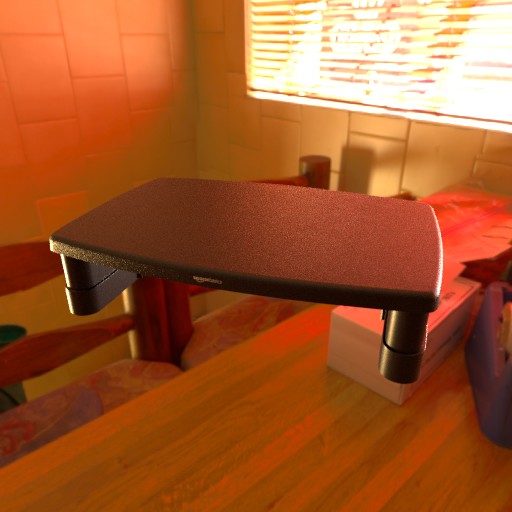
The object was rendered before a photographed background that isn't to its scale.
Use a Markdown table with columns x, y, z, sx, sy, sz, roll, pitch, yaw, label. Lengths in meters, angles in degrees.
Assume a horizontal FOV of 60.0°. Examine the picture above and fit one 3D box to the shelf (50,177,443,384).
| x | y | z | sx | sy | sz | roll | pitch | yaw | label |
| --- | --- | --- | --- | --- | --- | --- | --- | --- | --- |
| 0.000 | 0.000 | 0.538 | 0.410 | 0.100 | 0.280 | 8 | 27 | 17 | shelf |
